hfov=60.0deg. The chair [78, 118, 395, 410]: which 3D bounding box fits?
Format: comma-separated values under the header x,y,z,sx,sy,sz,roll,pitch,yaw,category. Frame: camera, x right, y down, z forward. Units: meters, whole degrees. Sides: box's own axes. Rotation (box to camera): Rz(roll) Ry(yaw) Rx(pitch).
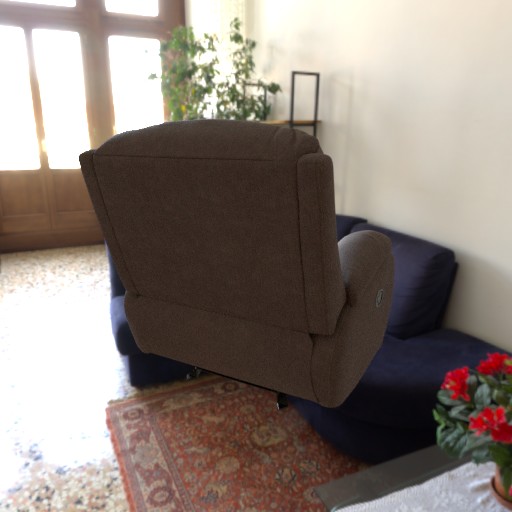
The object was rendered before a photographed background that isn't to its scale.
x,y,z,sx,sy,sz,roll,pitch,yaw,category
0.000,0.000,1.741,0.930,1.011,0.899,8,17,28,chair
